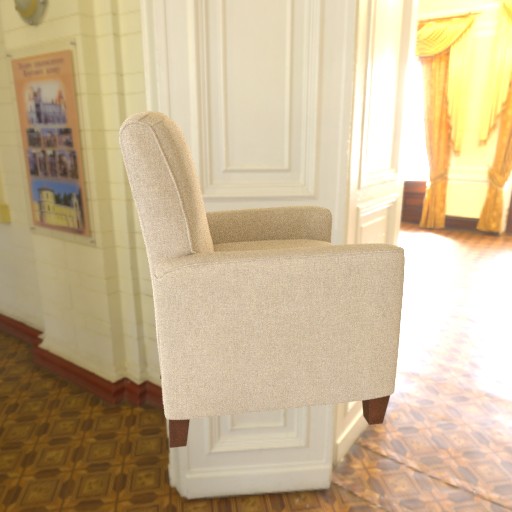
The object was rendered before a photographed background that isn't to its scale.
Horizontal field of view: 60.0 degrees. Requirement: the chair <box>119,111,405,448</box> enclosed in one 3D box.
[{"bbox_3d":[0.000,0.000,1.673,0.859,1.023,0.845,-3,16,-10],"label":"chair"}]
